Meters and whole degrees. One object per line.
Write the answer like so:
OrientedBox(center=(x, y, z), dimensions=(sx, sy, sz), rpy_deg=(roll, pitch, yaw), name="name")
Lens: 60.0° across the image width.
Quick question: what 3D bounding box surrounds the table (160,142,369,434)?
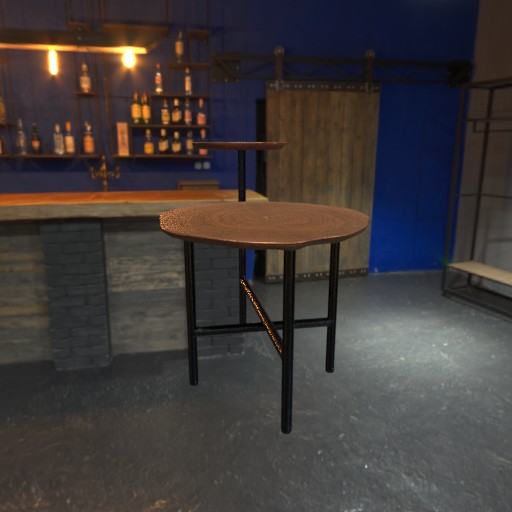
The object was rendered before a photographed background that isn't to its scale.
OrientedBox(center=(0.000, 0.000, 1.083), dimensions=(0.442, 0.538, 0.759), rpy_deg=(-3, 15, -10), name="table")
